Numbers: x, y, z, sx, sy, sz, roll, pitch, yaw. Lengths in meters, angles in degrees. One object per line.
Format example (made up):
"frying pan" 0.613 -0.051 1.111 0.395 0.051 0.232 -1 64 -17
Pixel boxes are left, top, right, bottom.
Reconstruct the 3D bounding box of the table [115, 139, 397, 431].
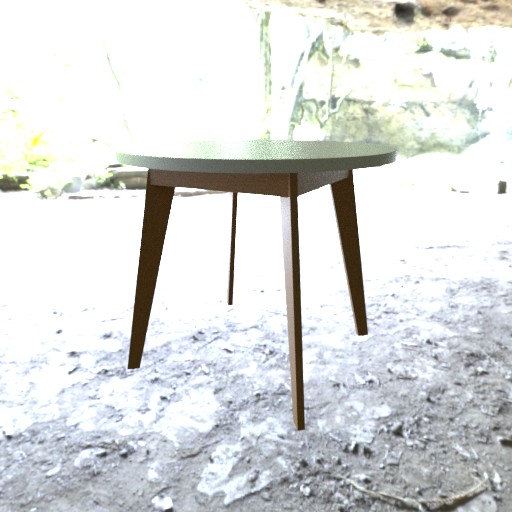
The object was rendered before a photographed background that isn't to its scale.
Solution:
"table" 0.000 0.000 1.584 0.896 0.762 0.896 0 18 0
